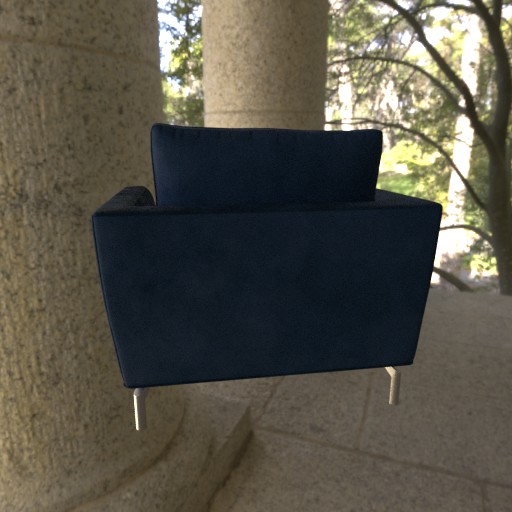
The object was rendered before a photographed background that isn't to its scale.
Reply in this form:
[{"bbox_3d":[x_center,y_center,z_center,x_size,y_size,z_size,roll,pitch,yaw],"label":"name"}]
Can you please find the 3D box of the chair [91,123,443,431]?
[{"bbox_3d":[0.000,0.000,1.588,0.977,0.893,0.746,-2,14,-9],"label":"chair"}]
